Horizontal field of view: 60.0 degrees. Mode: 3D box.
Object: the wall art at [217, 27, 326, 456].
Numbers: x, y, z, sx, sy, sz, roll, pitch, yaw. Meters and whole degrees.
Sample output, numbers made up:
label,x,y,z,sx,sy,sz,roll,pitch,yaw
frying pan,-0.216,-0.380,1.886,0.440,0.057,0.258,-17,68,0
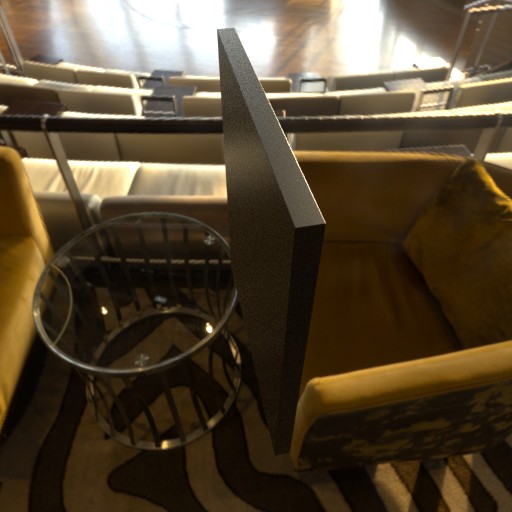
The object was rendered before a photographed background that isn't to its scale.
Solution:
label,x,y,z,sx,sy,sz,roll,pitch,yaw
wall art,0.000,0.000,0.739,0.028,0.557,0.457,-9,48,-8
